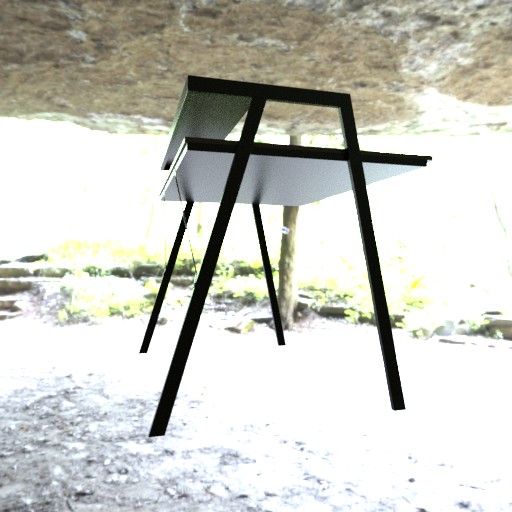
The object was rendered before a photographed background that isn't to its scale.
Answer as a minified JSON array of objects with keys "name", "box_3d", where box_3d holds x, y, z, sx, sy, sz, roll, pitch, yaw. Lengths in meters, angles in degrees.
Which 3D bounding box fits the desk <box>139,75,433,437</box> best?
[{"name":"desk","box_3d":[0.000,0.000,1.883,0.936,0.998,1.143,0,-1,-16]}]
